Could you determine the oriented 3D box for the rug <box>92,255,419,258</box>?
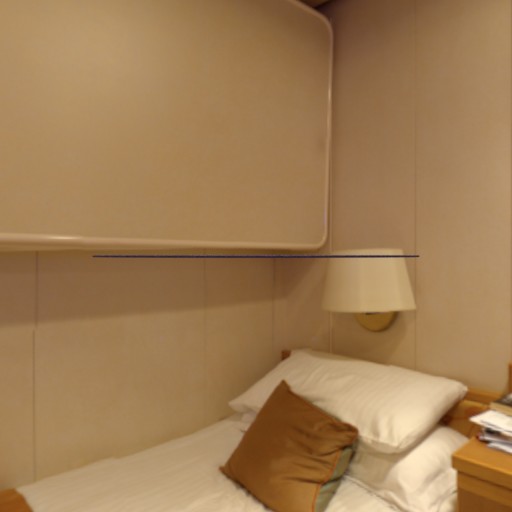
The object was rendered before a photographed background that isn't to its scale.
[{"bbox_3d":[0.000,0.000,3.446,2.386,0.014,2.386,0,0,0],"label":"rug"}]
